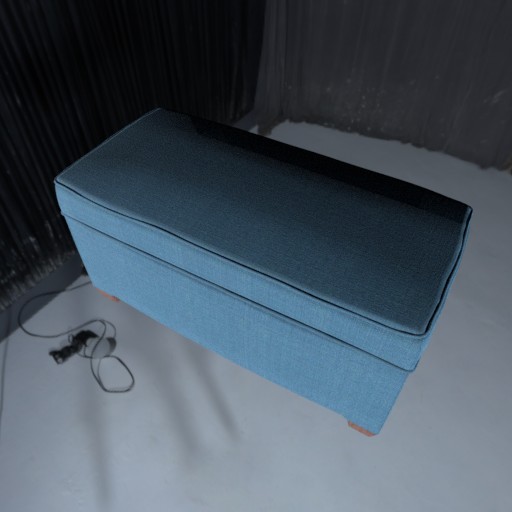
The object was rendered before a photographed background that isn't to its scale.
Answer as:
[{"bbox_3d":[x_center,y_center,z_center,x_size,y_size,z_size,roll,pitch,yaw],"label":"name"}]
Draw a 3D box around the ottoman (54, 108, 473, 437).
[{"bbox_3d":[0.000,0.000,1.207,0.943,0.474,0.474,23,51,20],"label":"ottoman"}]
